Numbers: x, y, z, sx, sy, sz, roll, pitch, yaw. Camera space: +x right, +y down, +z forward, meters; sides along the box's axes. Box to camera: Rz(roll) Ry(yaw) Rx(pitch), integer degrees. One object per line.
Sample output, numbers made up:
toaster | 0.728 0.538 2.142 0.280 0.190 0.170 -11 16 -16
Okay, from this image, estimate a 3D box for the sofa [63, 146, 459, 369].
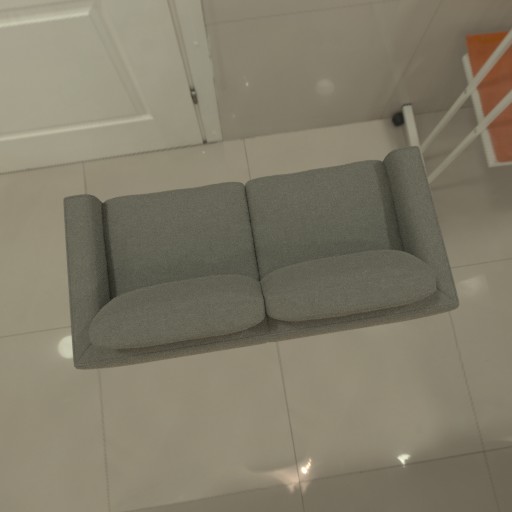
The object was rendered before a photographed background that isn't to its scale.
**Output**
sofa | 0.000 0.000 2.777 2.262 0.801 1.070 -9 77 -2
